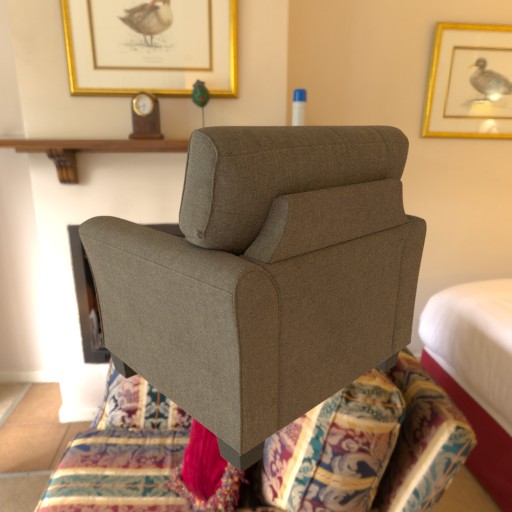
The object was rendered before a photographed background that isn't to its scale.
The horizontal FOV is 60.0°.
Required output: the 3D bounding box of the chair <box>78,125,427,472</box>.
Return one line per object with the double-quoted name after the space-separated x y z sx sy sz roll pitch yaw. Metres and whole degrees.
0.000 0.000 1.575 0.941 0.890 0.816 -15 22 -41 "chair"
